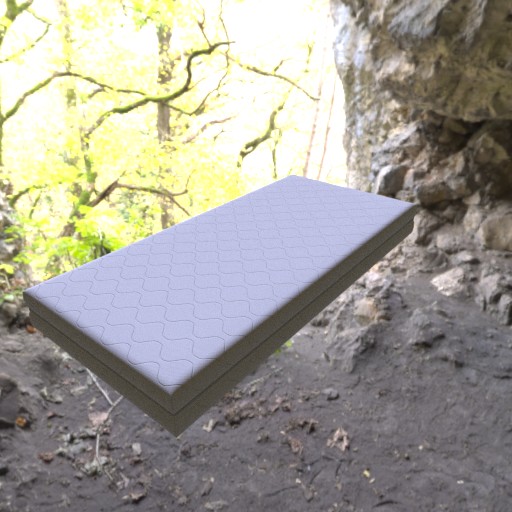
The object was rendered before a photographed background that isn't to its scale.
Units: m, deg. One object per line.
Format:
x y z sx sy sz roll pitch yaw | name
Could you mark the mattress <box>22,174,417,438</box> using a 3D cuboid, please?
0.000 0.000 2.222 0.900 0.200 1.900 21 35 33 | mattress
